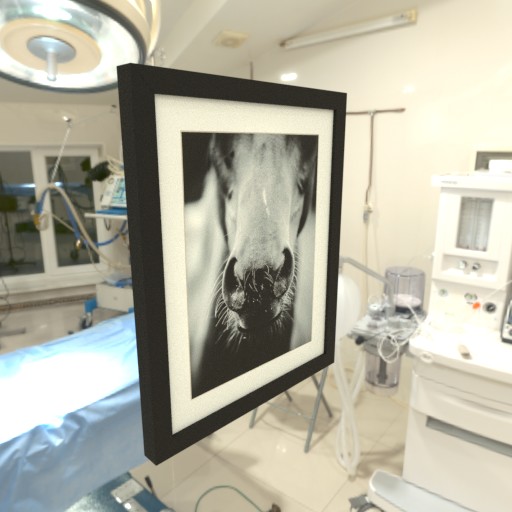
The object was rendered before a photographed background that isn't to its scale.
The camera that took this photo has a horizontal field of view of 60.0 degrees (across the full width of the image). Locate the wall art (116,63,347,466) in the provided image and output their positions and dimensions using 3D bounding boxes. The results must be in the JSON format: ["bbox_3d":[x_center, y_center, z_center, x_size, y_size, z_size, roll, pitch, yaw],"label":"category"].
[{"bbox_3d":[0.000,0.000,0.549,0.024,0.404,0.329,14,20,43],"label":"wall art"}]
